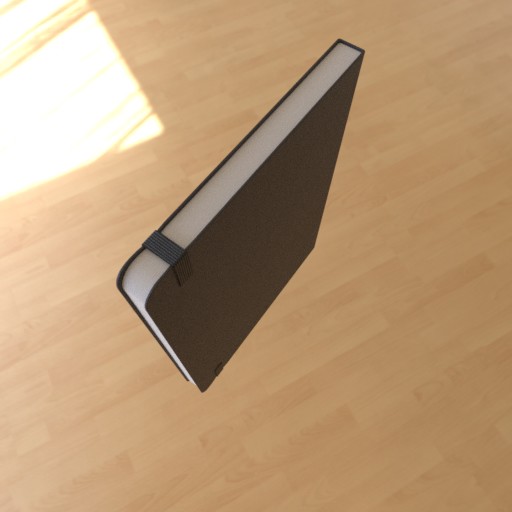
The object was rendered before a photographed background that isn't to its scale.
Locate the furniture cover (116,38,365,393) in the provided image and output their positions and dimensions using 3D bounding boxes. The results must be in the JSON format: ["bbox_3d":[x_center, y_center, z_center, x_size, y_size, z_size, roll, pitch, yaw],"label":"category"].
[{"bbox_3d":[0.000,0.000,0.380,0.023,0.281,0.216,33,68,15],"label":"furniture cover"}]
